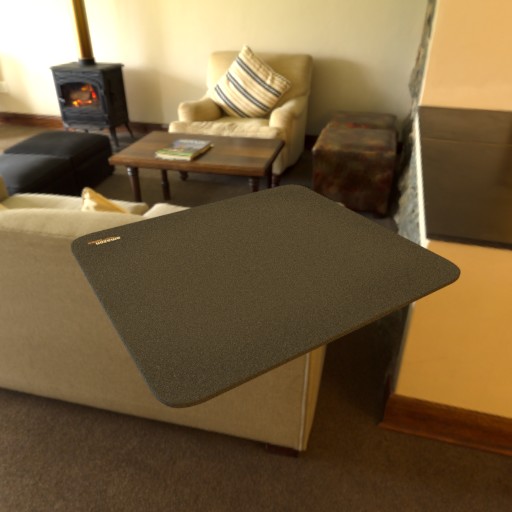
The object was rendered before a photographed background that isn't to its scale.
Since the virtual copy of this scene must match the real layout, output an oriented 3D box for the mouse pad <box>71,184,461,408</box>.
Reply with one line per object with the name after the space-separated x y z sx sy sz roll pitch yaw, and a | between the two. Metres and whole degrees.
0.000 0.000 0.331 0.229 0.003 0.203 -18 35 -28 | mouse pad
